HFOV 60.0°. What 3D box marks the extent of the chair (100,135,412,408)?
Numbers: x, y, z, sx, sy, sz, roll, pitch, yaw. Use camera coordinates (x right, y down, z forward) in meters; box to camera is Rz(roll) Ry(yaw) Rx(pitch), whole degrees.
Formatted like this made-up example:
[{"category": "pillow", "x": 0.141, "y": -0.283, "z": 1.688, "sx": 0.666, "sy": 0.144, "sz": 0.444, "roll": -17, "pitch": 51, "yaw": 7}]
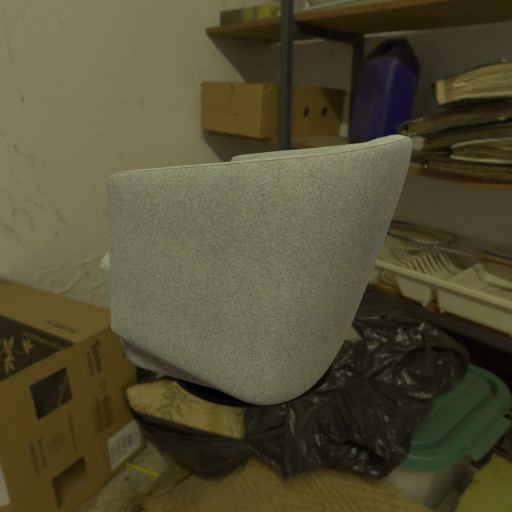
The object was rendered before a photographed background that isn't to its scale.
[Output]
[{"category": "chair", "x": 0.000, "y": 0.000, "z": 1.614, "sx": 0.986, "sy": 0.861, "sz": 0.822, "roll": 8, "pitch": 19, "yaw": 25}]
